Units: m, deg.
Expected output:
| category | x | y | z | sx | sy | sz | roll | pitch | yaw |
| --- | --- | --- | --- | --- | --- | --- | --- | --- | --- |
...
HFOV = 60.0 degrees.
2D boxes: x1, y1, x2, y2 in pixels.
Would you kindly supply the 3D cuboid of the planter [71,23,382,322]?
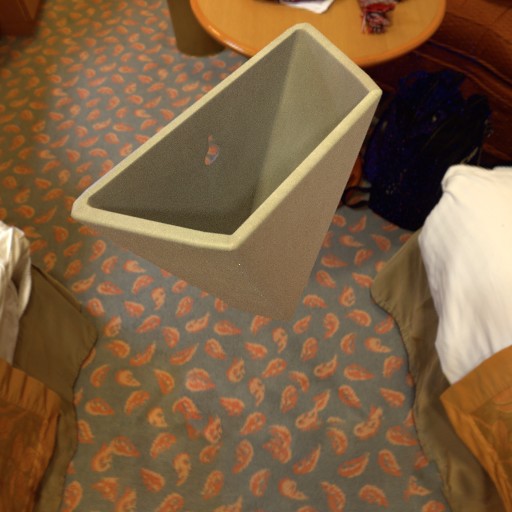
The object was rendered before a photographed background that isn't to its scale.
| category | x | y | z | sx | sy | sz | roll | pitch | yaw |
| --- | --- | --- | --- | --- | --- | --- | --- | --- | --- |
| planter | 0.000 | 0.000 | 0.263 | 0.060 | 0.197 | 0.150 | 33 | 64 | 19 |
